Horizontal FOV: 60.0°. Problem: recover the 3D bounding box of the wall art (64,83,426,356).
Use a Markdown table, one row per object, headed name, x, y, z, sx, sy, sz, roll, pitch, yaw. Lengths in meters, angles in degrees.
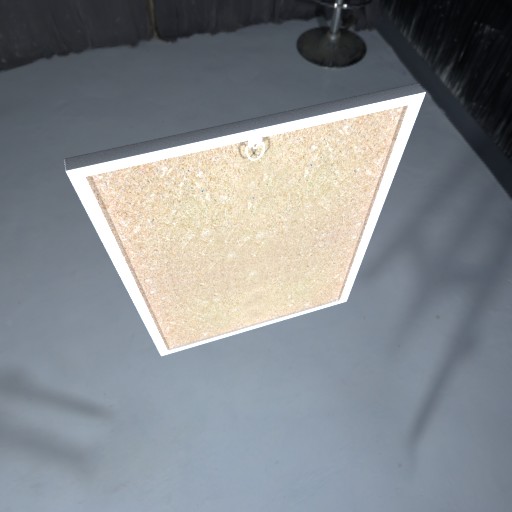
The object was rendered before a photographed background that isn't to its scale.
| name | x | y | z | sx | sy | sz | roll | pitch | yaw |
| --- | --- | --- | --- | --- | --- | --- | --- | --- | --- |
| wall art | 0.000 | 0.000 | 1.400 | 0.805 | 1.056 | 0.042 | -15 | 59 | -9 |
